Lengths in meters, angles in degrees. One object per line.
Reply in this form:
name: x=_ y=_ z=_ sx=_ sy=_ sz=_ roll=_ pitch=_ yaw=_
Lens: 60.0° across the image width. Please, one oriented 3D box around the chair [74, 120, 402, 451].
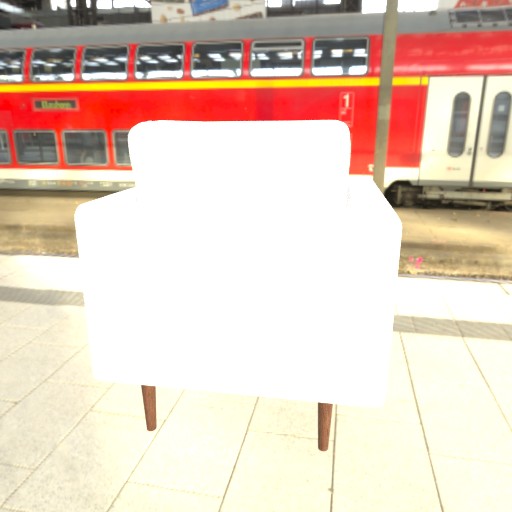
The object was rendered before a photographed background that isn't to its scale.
chair: x=0.000 y=0.000 z=1.544 sx=0.831 sy=0.899 sz=0.879 roll=3 pitch=17 yaw=9
